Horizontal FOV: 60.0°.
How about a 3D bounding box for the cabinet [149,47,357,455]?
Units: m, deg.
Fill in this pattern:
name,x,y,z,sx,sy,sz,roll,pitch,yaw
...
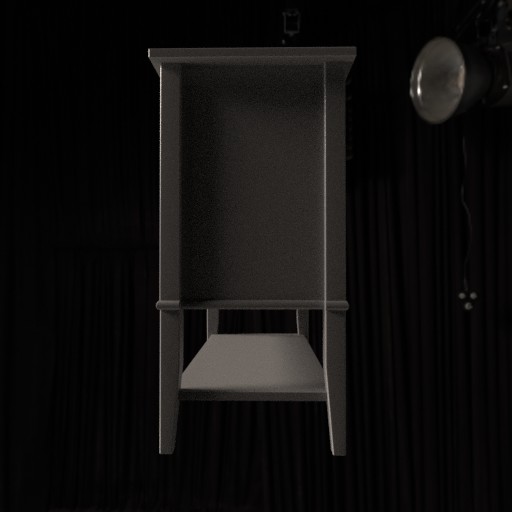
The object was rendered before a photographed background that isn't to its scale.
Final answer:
name,x,y,z,sx,sy,sz,roll,pitch,yaw
cabinet,0.000,0.000,1.237,0.396,0.780,0.801,0,-1,1
